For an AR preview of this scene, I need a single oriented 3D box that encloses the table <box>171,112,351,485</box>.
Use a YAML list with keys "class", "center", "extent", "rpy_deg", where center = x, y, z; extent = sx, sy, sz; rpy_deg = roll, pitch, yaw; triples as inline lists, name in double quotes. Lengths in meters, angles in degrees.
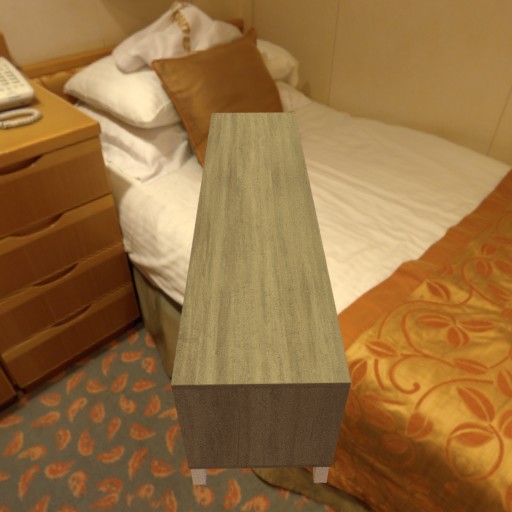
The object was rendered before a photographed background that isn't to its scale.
- class: "table"
  center: [0.000, 0.000, 1.724]
  extent: [0.400, 0.530, 1.500]
  rpy_deg: [-1, 40, -1]
